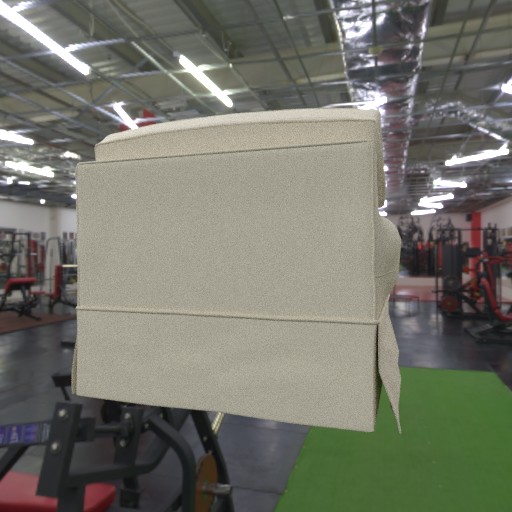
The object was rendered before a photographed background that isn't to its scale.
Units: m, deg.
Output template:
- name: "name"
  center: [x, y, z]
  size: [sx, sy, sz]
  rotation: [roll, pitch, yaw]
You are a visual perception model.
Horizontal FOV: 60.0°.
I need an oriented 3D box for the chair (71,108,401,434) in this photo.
- name: "chair"
  center: [0.000, 0.000, 1.750]
  size: [1.099, 0.958, 0.904]
  rotation: [0, 0, 19]
